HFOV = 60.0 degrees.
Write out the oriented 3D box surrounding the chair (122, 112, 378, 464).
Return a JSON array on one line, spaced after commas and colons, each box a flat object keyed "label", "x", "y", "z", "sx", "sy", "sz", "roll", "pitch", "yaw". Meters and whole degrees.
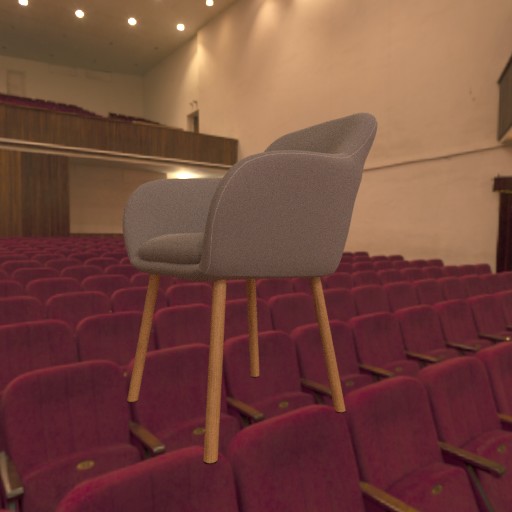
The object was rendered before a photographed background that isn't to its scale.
[{"label": "chair", "x": 0.000, "y": 0.000, "z": 1.246, "sx": 0.590, "sy": 0.830, "sz": 0.570, "roll": -2, "pitch": 3, "yaw": -37}]
